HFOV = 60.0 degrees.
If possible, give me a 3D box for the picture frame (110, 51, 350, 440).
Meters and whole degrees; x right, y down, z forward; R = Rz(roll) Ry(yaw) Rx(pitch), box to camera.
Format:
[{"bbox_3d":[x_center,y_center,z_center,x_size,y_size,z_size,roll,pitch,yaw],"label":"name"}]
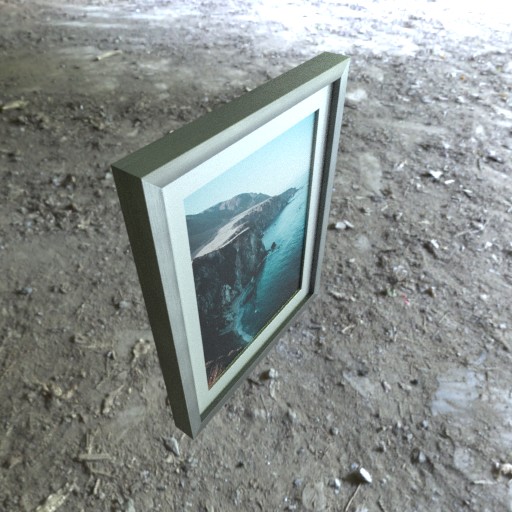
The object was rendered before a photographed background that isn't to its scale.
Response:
[{"bbox_3d":[0.000,0.000,0.770,0.046,0.555,0.449,26,48,26],"label":"picture frame"}]
